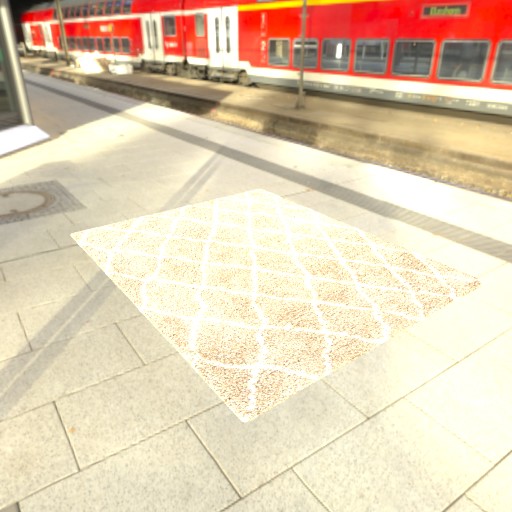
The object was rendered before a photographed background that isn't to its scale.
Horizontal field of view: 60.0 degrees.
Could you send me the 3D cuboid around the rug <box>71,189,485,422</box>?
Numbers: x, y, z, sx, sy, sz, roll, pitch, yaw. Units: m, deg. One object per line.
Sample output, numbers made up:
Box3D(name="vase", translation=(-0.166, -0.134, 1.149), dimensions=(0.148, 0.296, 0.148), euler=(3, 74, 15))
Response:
Box3D(name="rug", translation=(0.000, 0.000, 4.062), dimensions=(2.438, 0.029, 3.047), euler=(-19, 32, -32))
